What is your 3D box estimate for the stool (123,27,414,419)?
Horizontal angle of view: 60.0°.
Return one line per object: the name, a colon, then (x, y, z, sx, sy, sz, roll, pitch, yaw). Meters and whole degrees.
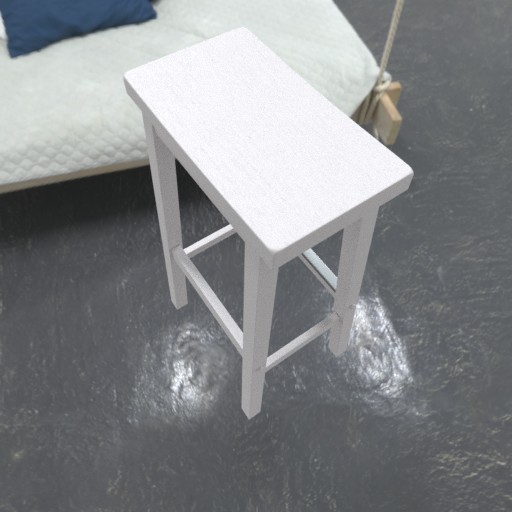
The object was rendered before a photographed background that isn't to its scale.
stool: (0.000, 0.000, 0.947, 0.322, 0.742, 0.406, -30, 63, -18)
